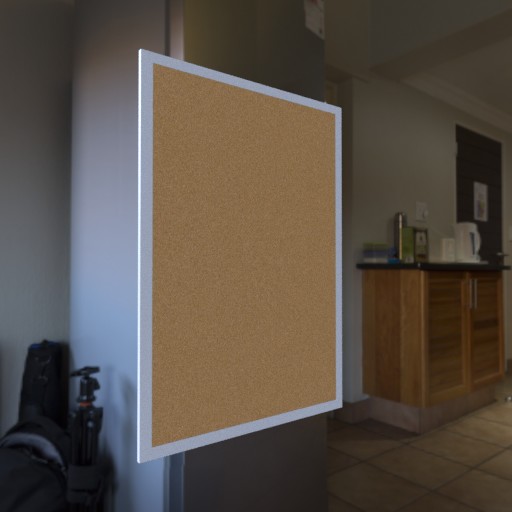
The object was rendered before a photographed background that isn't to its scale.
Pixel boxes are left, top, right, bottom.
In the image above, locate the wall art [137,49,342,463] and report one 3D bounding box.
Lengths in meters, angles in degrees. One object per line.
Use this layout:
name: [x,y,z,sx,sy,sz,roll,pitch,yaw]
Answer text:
wall art: [0.000,0.000,1.203,0.659,0.940,0.013,1,-1,-36]
